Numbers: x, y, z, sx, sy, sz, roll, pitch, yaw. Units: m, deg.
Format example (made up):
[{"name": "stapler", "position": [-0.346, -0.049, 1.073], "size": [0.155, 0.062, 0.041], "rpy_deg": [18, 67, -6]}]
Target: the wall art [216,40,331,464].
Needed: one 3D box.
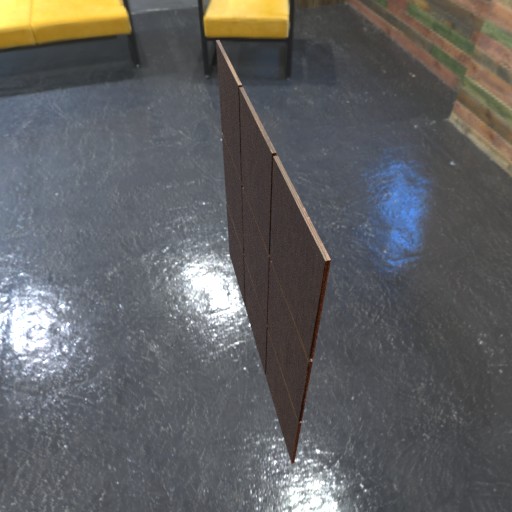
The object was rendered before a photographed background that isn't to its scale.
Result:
[{"name": "wall art", "position": [0.000, 0.000, 1.768], "size": [0.013, 1.213, 1.215], "rpy_deg": [-11, 47, -10]}]
